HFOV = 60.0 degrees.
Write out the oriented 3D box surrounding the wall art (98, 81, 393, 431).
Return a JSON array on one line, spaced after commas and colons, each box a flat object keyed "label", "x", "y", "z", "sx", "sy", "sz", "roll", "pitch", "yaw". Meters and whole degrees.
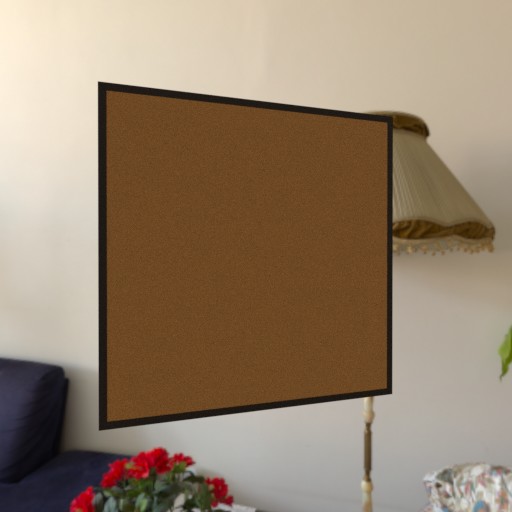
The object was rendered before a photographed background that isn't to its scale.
[{"label": "wall art", "x": 0.000, "y": 0.000, "z": 0.454, "sx": 0.304, "sy": 0.304, "sz": 0.038, "roll": 0, "pitch": 0, "yaw": -19}]
